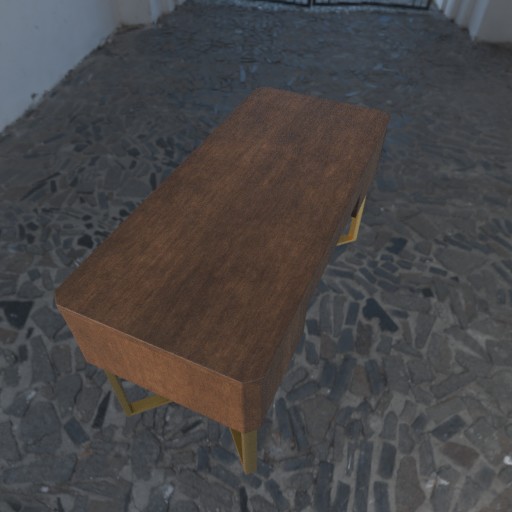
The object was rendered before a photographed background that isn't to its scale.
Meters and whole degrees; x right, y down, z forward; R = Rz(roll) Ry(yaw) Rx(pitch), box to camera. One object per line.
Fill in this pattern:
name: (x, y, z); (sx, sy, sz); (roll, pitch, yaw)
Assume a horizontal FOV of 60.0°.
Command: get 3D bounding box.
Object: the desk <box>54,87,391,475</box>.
desk: (0.000, 0.000, 1.907); (0.684, 0.762, 1.479); (18, 49, 17)
